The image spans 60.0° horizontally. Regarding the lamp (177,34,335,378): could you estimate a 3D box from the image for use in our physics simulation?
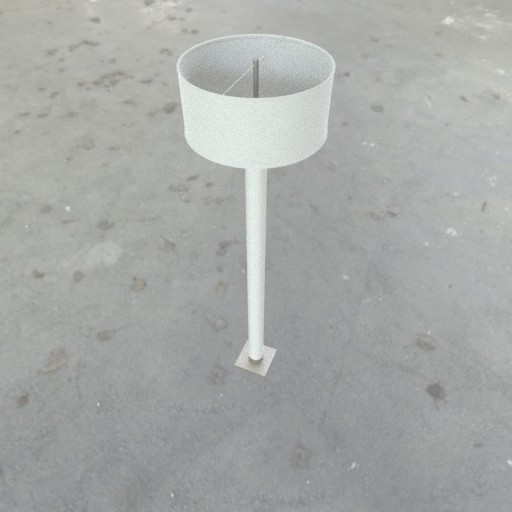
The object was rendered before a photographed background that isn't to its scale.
[{"bbox_3d":[0.000,0.000,1.690,0.420,1.475,0.420,17,48,16],"label":"lamp"}]
